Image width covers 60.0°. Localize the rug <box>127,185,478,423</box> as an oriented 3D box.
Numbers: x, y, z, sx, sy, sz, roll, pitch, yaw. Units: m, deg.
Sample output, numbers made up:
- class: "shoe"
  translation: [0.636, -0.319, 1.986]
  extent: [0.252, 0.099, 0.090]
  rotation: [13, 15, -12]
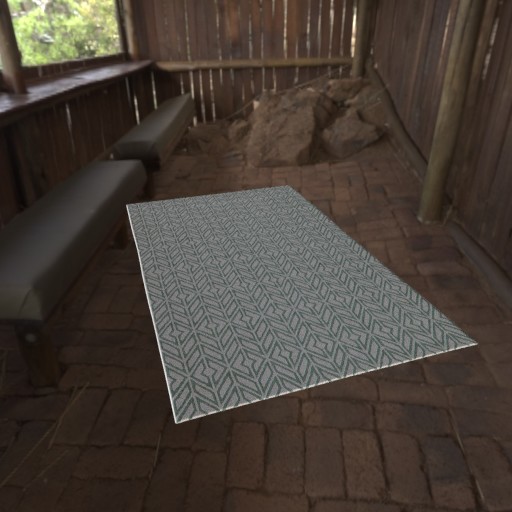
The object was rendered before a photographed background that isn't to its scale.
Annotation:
- class: "rug"
  translation: [0.000, 0.000, 3.010]
  extent: [1.517, 0.011, 2.435]
  rotation: [-9, 30, -16]
